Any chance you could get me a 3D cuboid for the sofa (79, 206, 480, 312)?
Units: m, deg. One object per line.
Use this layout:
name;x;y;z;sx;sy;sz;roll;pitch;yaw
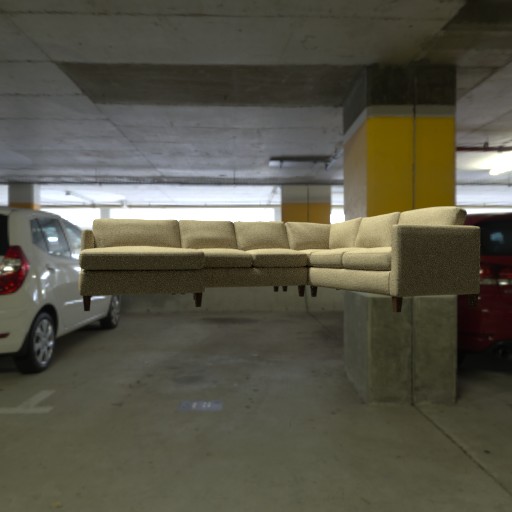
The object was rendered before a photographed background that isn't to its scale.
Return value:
sofa;0.000;0.000;4.630;3.460;0.959;2.593;0;0;-19
